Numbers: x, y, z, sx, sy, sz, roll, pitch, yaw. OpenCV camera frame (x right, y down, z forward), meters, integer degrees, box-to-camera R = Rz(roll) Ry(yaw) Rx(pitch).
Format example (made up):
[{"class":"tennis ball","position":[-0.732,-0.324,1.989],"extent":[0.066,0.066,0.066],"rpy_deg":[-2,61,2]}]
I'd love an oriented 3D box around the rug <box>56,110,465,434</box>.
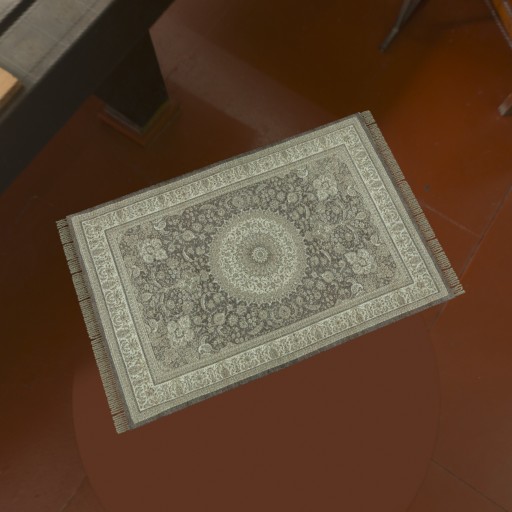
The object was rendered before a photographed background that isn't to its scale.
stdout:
[{"class":"rug","position":[0.000,0.000,4.284],"extent":[3.422,0.015,2.143],"rpy_deg":[-21,76,-6]}]
